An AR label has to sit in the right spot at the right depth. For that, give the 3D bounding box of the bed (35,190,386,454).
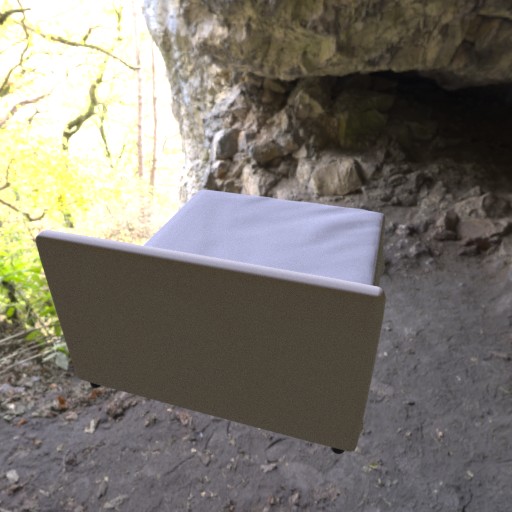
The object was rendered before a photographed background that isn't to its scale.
[{"bbox_3d":[0.000,0.000,3.636,2.119,1.317,2.341,9,34,15],"label":"bed"}]
